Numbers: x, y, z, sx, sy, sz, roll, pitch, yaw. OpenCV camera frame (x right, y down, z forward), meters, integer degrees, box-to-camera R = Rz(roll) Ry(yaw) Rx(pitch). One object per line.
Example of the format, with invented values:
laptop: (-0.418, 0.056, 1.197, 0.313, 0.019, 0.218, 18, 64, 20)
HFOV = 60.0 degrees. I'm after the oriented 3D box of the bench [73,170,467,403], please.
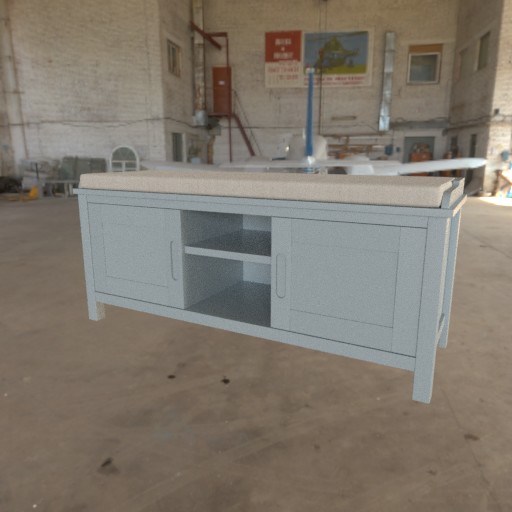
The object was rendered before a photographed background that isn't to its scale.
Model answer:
bench: (0.000, 0.000, 1.392, 1.140, 0.501, 0.398, 7, 15, 28)
